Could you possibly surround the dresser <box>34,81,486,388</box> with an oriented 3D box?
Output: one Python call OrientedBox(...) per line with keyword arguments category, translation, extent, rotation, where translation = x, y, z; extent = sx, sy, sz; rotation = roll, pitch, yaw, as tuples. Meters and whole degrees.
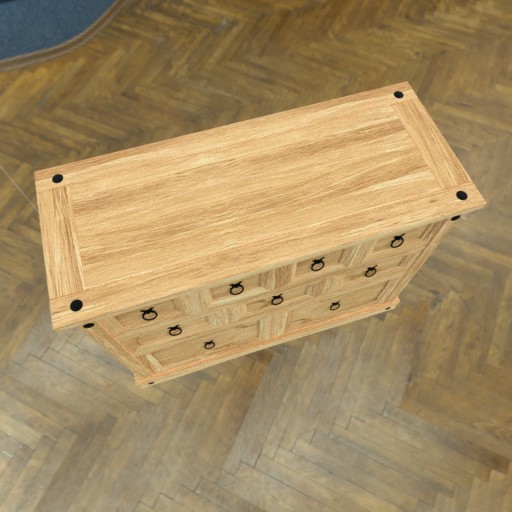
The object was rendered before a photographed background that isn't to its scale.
OrientedBox(category="dresser", translation=(0.000, 0.000, 1.372), extent=(0.990, 0.740, 0.410), rotation=(-16, 65, -8))
